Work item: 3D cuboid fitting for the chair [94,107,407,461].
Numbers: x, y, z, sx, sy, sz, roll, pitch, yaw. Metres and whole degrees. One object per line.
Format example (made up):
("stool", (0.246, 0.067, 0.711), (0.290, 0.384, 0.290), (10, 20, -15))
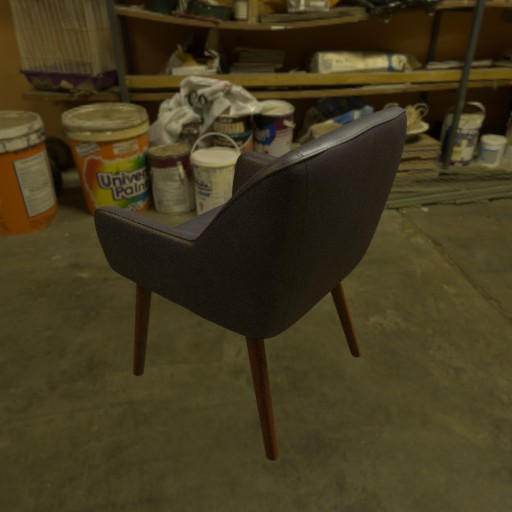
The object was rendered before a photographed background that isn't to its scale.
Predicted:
("chair", (0.000, 0.000, 1.246), (0.610, 0.828, 0.610), (21, 37, 32))
